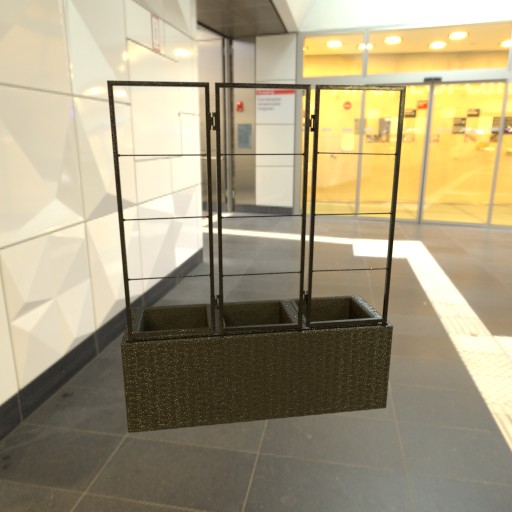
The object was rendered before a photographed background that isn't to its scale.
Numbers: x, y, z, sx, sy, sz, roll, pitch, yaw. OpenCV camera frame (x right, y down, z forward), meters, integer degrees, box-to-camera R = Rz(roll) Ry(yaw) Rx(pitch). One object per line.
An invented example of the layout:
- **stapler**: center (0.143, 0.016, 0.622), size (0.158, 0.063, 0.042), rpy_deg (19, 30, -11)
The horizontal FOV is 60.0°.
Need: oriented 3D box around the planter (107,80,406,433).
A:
- **planter**: center (0.000, 0.000, 1.184), size (0.698, 0.841, 0.244), rpy_deg (-2, 15, -9)
